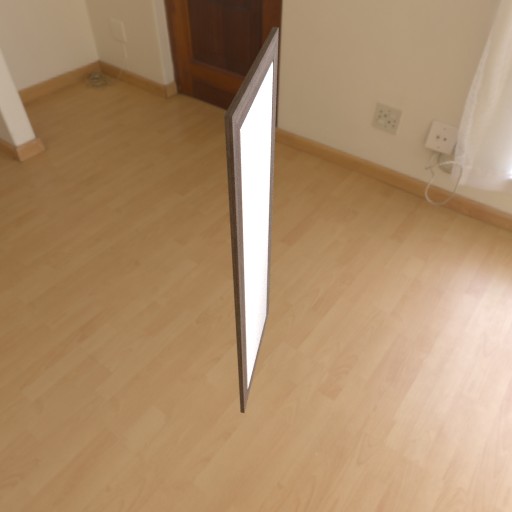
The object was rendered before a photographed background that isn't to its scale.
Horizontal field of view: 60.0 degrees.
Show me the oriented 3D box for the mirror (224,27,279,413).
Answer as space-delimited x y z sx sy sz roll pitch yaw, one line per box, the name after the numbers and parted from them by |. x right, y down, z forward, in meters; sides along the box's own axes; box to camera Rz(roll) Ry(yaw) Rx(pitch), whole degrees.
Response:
0.000 0.000 2.373 0.025 2.032 0.812 9 46 9 | mirror
